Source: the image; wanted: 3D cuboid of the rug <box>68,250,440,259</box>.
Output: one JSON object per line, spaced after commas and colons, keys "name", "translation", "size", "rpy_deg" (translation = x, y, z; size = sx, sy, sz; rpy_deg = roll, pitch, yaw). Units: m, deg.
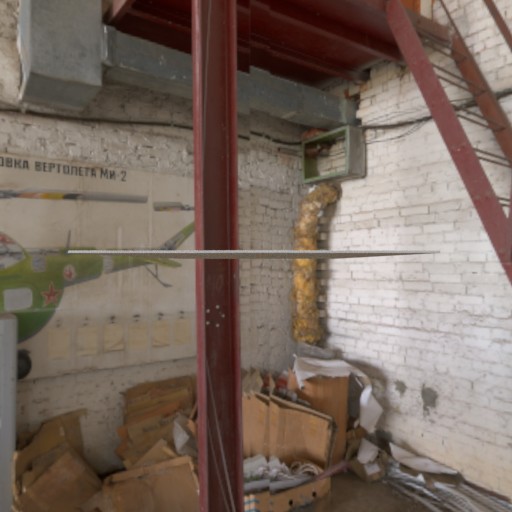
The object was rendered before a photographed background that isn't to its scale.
{"name": "rug", "translation": [0.000, 0.000, 3.051], "size": [1.545, 0.016, 2.460], "rpy_deg": [0, -1, 0]}
